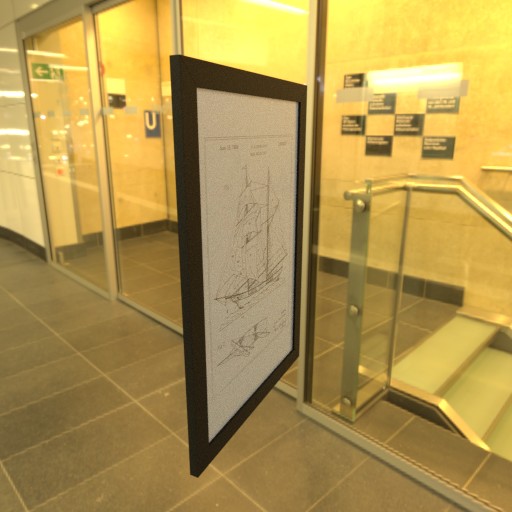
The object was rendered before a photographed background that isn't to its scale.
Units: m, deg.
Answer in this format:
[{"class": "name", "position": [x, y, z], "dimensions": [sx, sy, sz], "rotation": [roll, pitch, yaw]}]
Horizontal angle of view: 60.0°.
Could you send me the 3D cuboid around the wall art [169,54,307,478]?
[{"class": "wall art", "position": [0.000, 0.000, 0.601], "dimensions": [0.011, 0.459, 0.326], "rotation": [8, 18, 26]}]
